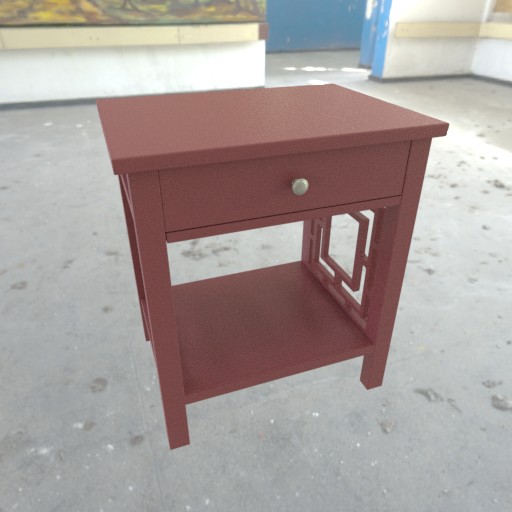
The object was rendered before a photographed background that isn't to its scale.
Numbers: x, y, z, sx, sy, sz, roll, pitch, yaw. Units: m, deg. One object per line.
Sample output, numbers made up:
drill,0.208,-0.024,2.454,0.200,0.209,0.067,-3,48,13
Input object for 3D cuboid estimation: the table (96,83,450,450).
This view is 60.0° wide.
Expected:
table,0.000,0.000,1.074,0.599,0.686,0.451,-11,32,-17
